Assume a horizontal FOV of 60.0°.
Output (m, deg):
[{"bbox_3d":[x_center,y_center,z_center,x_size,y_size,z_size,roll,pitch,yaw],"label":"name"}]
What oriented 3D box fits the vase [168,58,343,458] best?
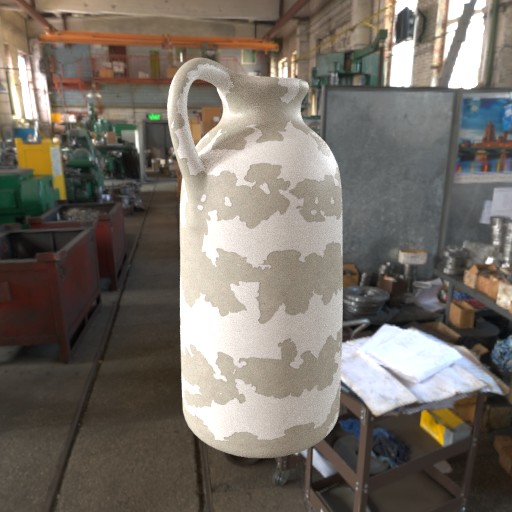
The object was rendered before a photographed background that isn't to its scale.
[{"bbox_3d":[0.000,0.000,0.479,0.203,0.382,0.186,-14,21,-42],"label":"vase"}]
